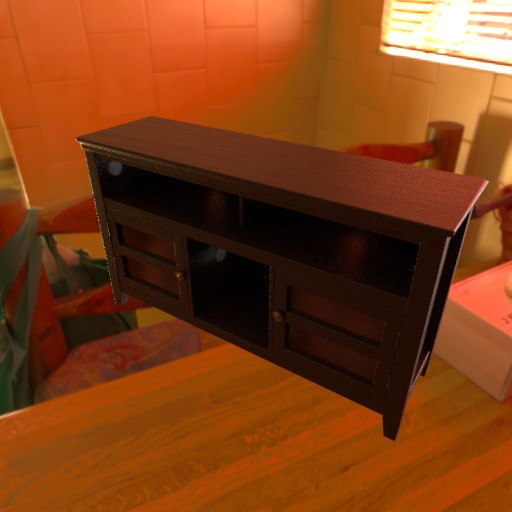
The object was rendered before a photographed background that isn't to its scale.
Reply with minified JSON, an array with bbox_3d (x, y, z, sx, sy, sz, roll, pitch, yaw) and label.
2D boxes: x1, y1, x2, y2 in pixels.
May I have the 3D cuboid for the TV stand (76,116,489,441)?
[{"bbox_3d":[0.000,0.000,1.466,1.198,0.681,0.347,19,36,28],"label":"TV stand"}]
